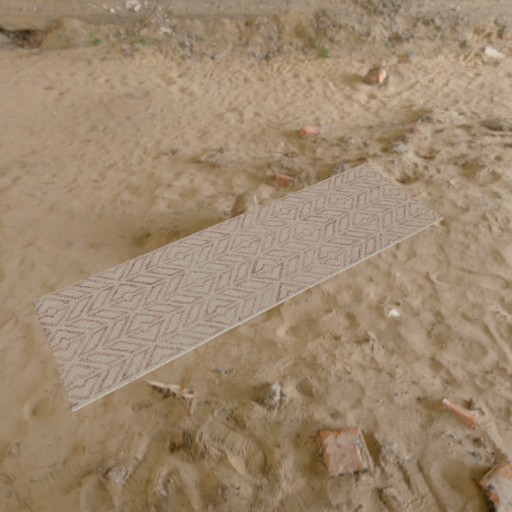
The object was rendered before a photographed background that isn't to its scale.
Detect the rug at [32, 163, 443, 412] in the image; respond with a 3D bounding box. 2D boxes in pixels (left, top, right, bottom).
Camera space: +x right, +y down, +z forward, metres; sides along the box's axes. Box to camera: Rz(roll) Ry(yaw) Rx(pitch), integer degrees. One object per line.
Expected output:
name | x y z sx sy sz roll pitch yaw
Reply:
rug | 0.000 0.000 2.657 2.435 0.009 0.750 -25 51 -22
